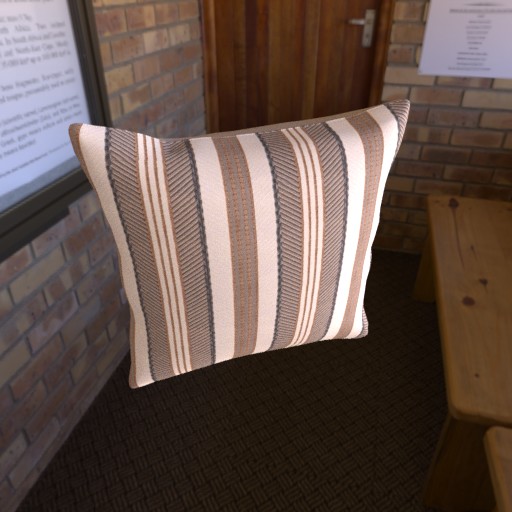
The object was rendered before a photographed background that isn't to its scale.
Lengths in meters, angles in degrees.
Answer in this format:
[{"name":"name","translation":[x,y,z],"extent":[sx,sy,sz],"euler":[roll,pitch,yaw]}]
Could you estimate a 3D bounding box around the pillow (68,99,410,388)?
[{"name":"pillow","translation":[0.000,0.000,0.622],"extent":[0.416,0.401,0.173],"euler":[-9,33,-15]}]
